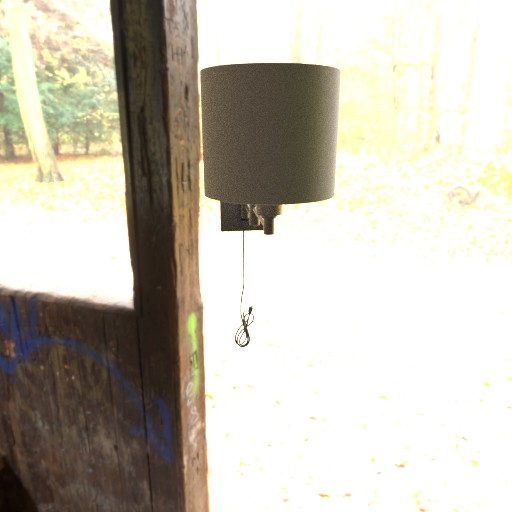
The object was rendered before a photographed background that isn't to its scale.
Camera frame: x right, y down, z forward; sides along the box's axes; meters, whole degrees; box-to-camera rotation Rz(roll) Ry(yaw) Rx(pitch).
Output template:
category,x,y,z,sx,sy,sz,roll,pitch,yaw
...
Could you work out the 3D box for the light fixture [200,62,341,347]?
category,x,y,z,sx,sy,sz,roll,pitch,yaw
light fixture,0.000,0.000,0.886,0.203,0.651,0.516,-2,17,-7
